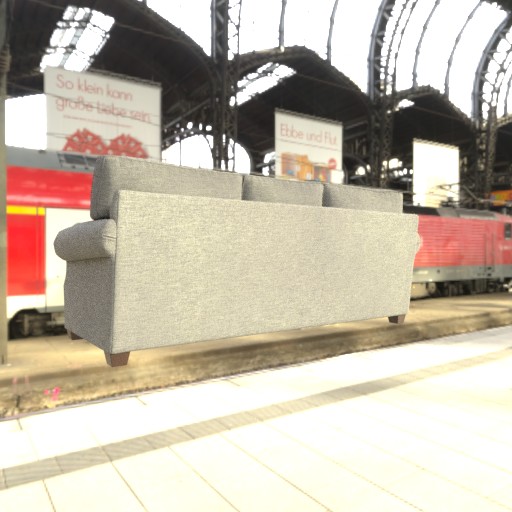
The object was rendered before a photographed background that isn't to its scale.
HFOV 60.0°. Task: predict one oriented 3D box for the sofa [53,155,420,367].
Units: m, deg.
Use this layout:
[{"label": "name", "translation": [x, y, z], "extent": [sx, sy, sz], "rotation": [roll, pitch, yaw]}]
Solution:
[{"label": "sofa", "translation": [0.000, 0.000, 2.878], "extent": [2.312, 0.975, 0.965], "rotation": [0, 1, -36]}]
